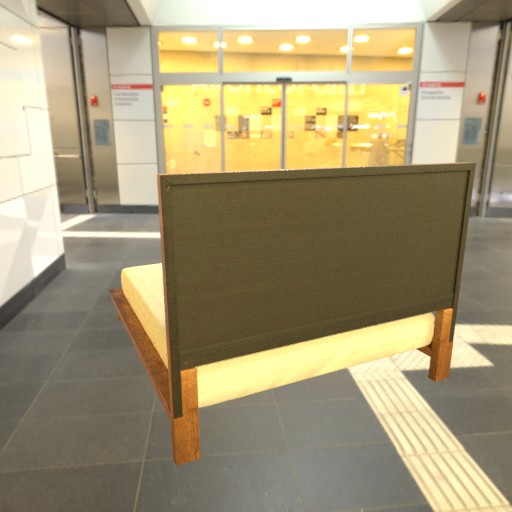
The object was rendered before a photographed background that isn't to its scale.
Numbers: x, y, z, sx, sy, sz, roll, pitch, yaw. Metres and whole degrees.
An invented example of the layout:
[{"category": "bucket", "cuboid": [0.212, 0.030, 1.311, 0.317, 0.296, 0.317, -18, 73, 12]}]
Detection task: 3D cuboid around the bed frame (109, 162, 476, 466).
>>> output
[{"category": "bed frame", "cuboid": [0.000, 0.000, 3.567, 2.038, 1.537, 2.235, -7, 17, -25]}]
